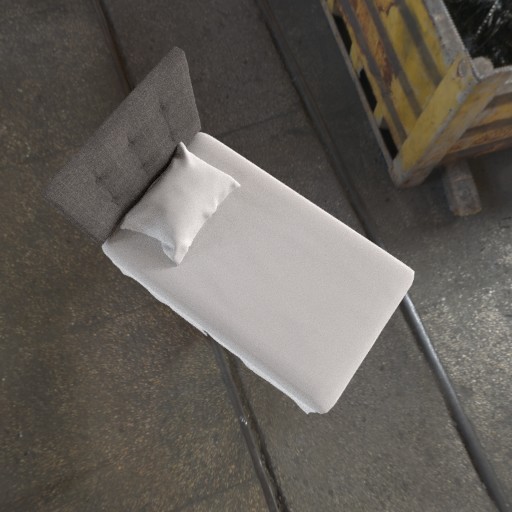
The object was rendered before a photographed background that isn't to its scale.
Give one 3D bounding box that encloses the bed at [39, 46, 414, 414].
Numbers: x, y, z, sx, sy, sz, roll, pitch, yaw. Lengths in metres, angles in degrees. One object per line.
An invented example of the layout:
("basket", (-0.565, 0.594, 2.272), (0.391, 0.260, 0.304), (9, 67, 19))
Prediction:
("bed", (0.000, 0.000, 3.002), (1.997, 1.571, 1.261), (35, 78, 9))
